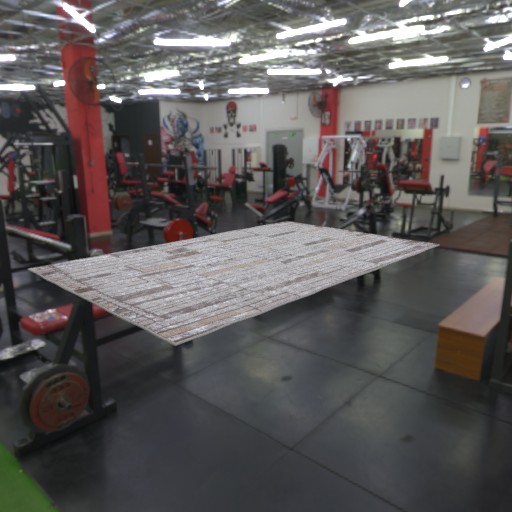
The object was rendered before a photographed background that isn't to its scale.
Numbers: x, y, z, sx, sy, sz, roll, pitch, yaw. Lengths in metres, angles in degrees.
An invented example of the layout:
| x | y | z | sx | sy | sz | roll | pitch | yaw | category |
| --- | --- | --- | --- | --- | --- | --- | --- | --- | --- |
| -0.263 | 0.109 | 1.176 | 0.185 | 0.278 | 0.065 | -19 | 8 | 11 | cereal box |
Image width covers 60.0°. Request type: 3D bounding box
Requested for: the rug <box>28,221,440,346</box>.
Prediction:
| x | y | z | sx | sy | sz | roll | pitch | yaw | category |
| --- | --- | --- | --- | --- | --- | --- | --- | --- | --- |
| 0.000 | 0.000 | 3.038 | 1.531 | 0.023 | 2.444 | 13 | 19 | 43 | rug |
